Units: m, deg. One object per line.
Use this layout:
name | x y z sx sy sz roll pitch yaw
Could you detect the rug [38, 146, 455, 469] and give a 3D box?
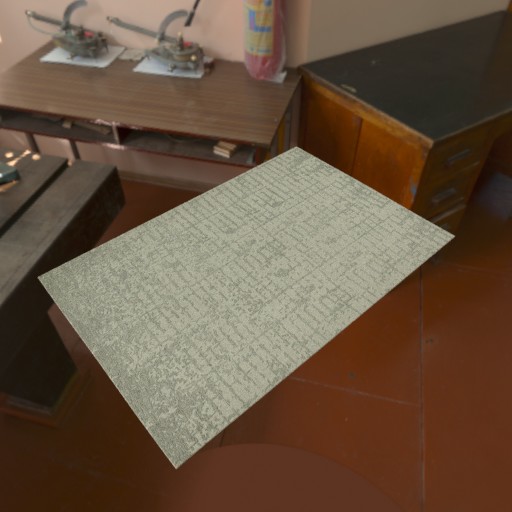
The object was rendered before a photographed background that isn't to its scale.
rug | 0.000 0.000 2.308 1.827 0.007 1.211 -32 54 -28
